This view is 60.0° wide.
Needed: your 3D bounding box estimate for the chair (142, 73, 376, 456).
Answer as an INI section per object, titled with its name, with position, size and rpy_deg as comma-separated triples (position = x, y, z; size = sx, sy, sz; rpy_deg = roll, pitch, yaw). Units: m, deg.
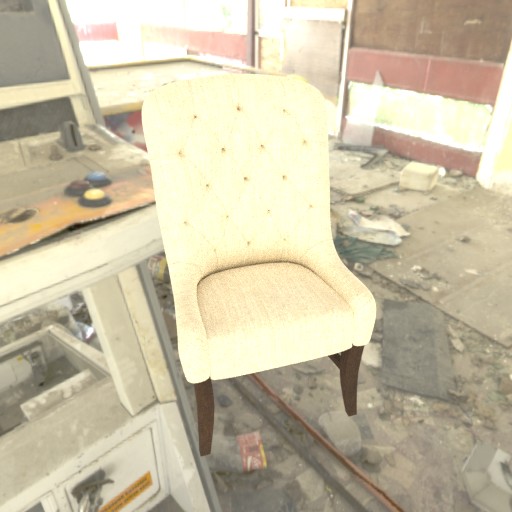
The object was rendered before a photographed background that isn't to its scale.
[chair]
position = 0.000, 0.000, 1.518
size = 0.634, 1.091, 0.629
rpy_deg = -9, 32, -15
